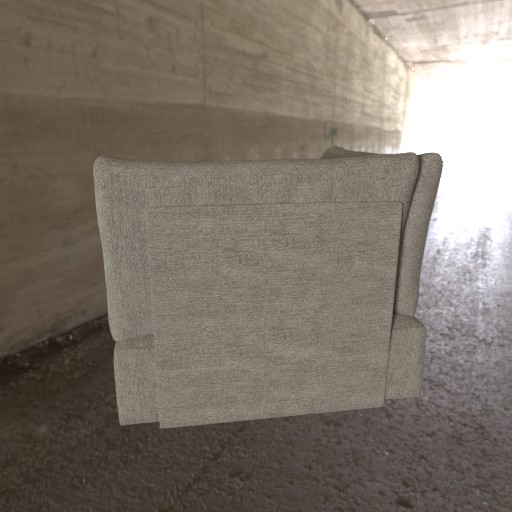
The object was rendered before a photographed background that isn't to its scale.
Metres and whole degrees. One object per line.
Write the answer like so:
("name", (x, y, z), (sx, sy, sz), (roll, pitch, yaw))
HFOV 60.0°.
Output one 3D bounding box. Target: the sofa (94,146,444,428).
("sofa", (0.000, 0.000, 1.732), (1.000, 0.820, 1.000), (-2, 15, -9))
